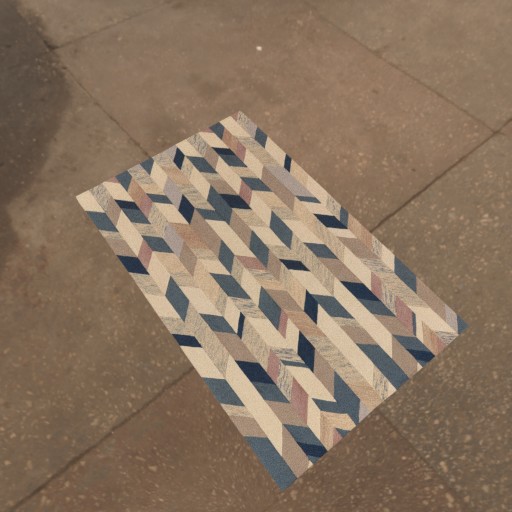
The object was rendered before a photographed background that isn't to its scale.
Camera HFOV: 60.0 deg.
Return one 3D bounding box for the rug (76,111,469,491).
[{"bbox_3d":[0.000,0.000,3.013,1.513,0.008,2.423,-33,65,-18],"label":"rug"}]
